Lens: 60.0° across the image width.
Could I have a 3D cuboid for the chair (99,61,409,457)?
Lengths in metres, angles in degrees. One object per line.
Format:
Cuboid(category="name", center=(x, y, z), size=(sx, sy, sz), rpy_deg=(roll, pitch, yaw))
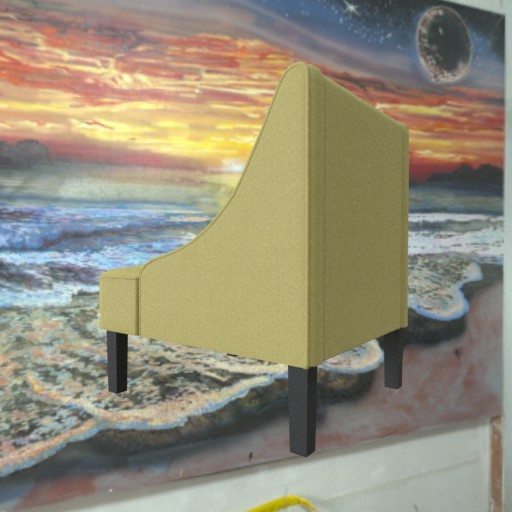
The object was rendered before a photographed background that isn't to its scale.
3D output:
Cuboid(category="chair", center=(0.000, 0.000, 1.489), size=(0.814, 0.896, 0.696), rpy_deg=(1, 2, 37))
